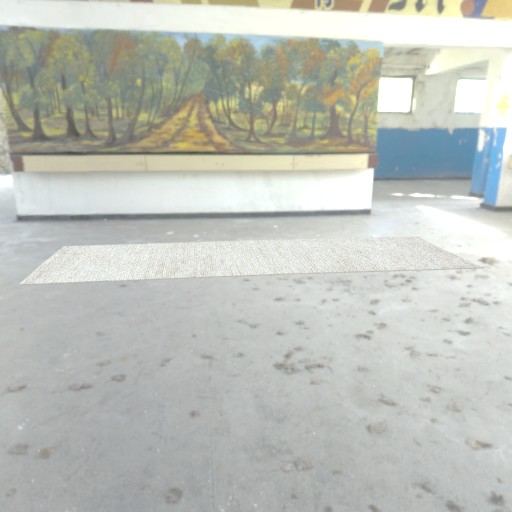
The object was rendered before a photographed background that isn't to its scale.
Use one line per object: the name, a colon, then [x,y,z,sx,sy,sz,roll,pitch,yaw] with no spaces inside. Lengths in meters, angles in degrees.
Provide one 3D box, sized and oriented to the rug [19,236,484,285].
rug: [0.000,0.000,2.557,2.346,0.013,0.712,-2,16,-6]
